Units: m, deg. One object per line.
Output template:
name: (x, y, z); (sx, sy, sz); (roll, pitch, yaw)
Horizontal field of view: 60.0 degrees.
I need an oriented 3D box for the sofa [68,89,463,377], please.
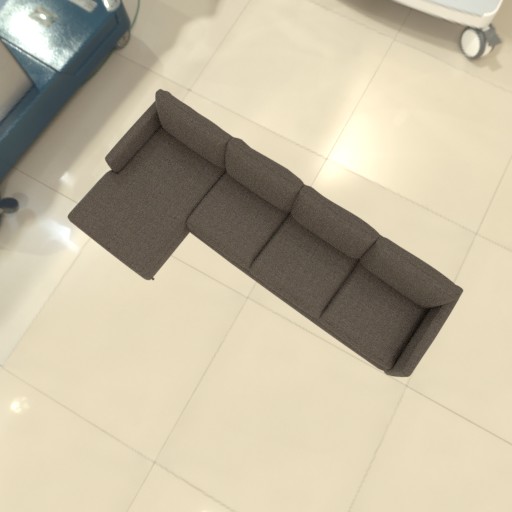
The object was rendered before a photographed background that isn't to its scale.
sofa: (0.000, 0.000, 3.320); (2.731, 0.754, 1.258); (35, 79, 8)
